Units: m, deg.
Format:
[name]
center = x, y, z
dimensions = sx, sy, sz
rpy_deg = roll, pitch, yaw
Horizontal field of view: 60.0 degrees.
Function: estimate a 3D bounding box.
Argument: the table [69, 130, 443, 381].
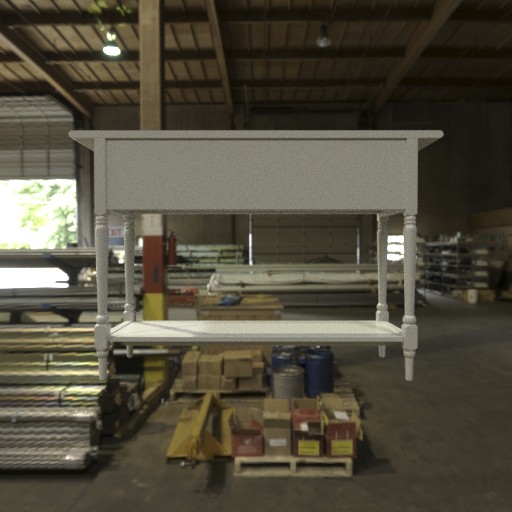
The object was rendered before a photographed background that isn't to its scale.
[table]
center = 0.000, 0.000, 1.612
dimensions = 1.197, 0.808, 0.384
rpy_deg = 0, 1, 0
